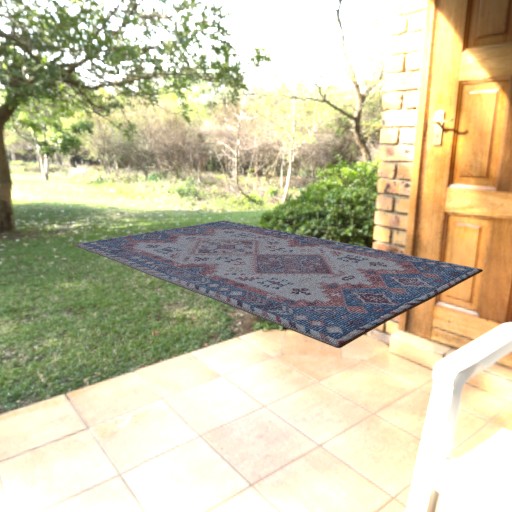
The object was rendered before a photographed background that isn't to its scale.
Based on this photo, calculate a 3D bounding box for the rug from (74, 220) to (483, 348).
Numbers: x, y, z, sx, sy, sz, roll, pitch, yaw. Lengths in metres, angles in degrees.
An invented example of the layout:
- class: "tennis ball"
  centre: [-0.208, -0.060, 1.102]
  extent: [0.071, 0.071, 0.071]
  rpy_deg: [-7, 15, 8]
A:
- class: "rug"
  centre: [0.000, 0.000, 3.072]
  extent: [1.521, 0.023, 2.464]
  rpy_deg: [-14, 20, -43]
